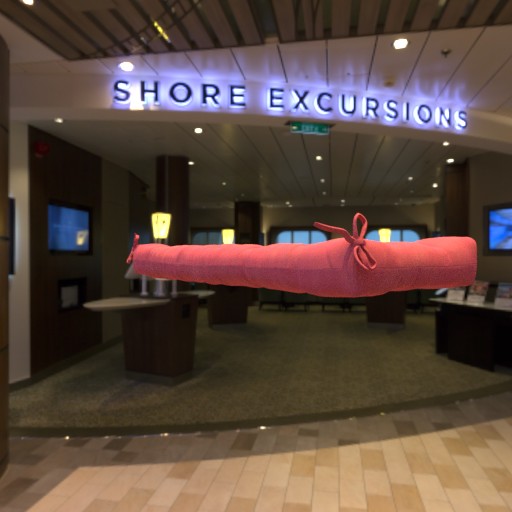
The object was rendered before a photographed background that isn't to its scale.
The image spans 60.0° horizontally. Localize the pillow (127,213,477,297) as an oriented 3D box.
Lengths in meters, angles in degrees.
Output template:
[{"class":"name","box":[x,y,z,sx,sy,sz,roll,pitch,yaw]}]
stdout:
[{"class":"pillow","box":[0.000,0.000,1.369,0.511,0.174,1.194,0,0,-36]}]
